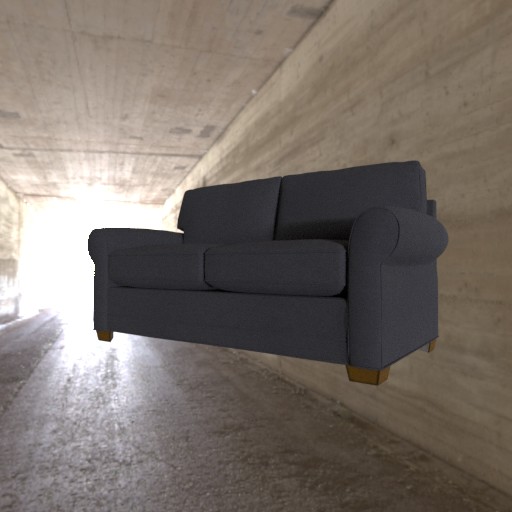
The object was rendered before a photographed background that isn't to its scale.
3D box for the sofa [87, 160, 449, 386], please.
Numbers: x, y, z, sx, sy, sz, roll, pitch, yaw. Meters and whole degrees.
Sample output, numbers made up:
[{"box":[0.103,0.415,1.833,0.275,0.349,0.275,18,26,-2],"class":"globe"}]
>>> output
[{"box":[0.000,0.000,2.575,2.009,1.031,0.951,-1,-1,35],"class":"sofa"}]
